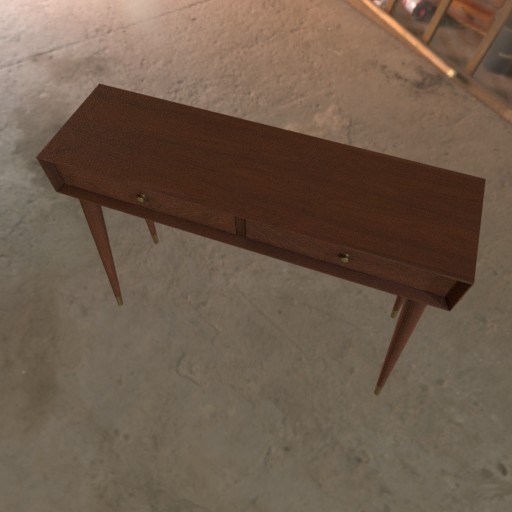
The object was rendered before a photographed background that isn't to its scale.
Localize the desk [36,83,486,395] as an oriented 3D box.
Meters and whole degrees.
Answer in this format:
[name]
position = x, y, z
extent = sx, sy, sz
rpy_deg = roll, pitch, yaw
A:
[desk]
position = 0.000, 0.000, 1.615
extent = 1.204, 0.917, 0.384
rpy_deg = 17, 59, 10
